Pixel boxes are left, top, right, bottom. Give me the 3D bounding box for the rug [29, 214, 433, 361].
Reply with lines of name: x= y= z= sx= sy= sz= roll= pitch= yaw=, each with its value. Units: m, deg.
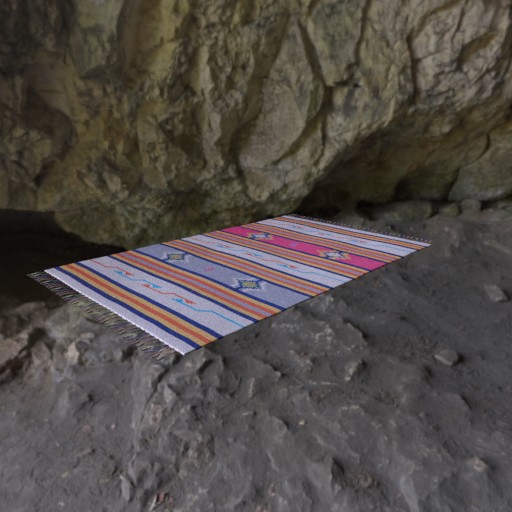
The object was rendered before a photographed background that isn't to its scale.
rug: x=0.000 y=0.000 z=2.256 sx=1.084 sy=0.013 sz=1.849 roll=17 pitch=24 yaw=42
